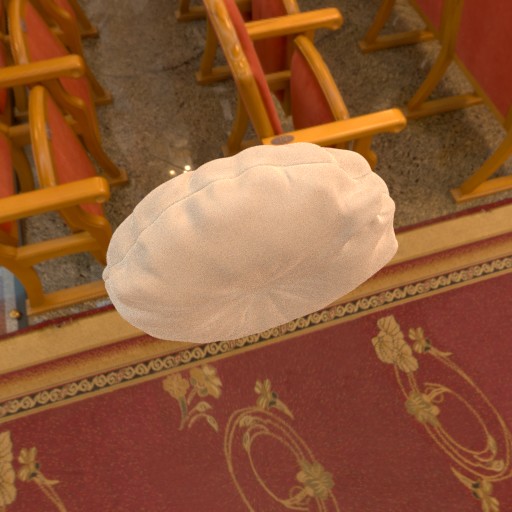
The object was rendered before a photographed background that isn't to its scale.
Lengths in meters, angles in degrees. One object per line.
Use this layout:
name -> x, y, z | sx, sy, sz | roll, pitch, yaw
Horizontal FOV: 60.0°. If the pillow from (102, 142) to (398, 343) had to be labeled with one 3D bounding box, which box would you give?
pillow -> 0.000, 0.000, 0.648 | 0.428, 0.407, 0.148 | -15, 64, -7
